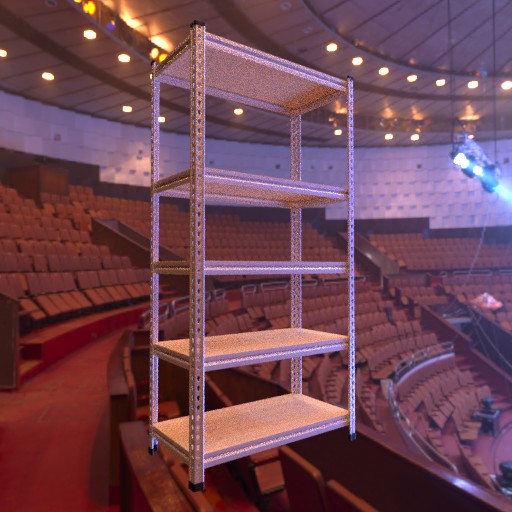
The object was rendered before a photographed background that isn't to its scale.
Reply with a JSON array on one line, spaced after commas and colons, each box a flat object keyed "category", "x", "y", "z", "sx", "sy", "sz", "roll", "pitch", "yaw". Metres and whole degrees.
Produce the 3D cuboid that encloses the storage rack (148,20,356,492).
[{"category": "storage rack", "x": 0.000, "y": 0.000, "z": 2.162, "sx": 0.914, "sy": 1.829, "sz": 0.457, "roll": 1, "pitch": -2, "yaw": -36}]
